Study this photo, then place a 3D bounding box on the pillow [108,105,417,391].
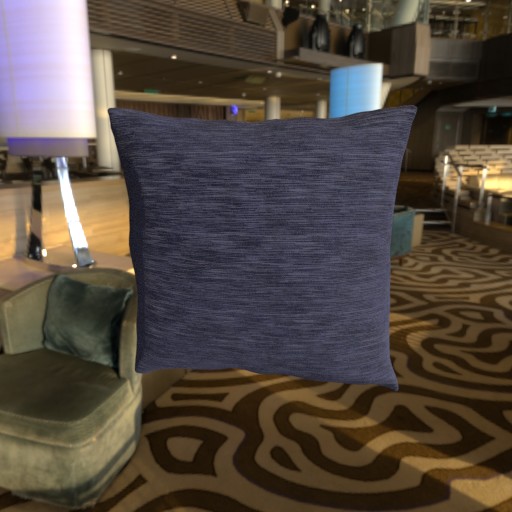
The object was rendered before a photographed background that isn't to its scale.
[{"bbox_3d":[0.000,0.000,0.679,0.452,0.439,0.204,2,14,9],"label":"pillow"}]
